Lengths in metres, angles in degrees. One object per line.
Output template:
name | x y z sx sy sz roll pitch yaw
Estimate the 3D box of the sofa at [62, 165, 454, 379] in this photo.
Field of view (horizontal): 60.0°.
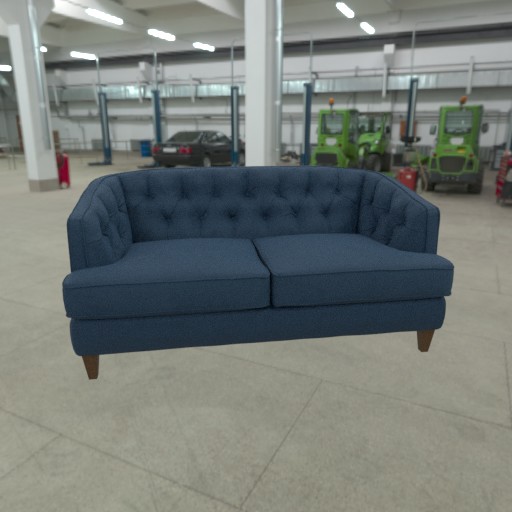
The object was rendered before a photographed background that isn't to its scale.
sofa | 0.000 0.000 2.315 1.733 0.854 0.941 -3 16 -9
